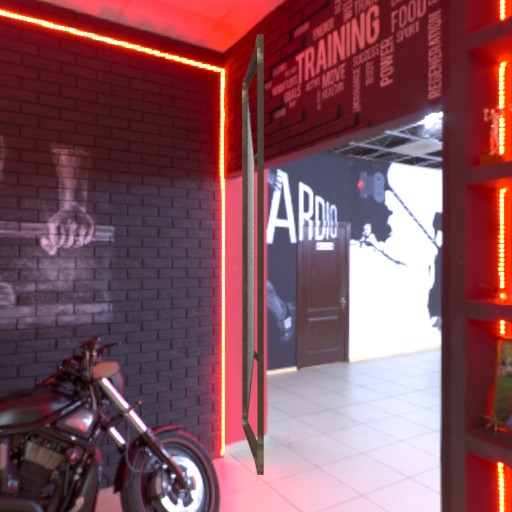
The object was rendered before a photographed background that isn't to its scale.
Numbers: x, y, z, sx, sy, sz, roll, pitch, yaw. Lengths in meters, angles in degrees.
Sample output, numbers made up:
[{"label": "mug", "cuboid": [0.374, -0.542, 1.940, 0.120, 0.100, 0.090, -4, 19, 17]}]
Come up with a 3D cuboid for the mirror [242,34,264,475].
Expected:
[{"label": "mirror", "cuboid": [0.000, 0.000, 0.919, 0.032, 0.610, 0.610, 0, -1, 1]}]
